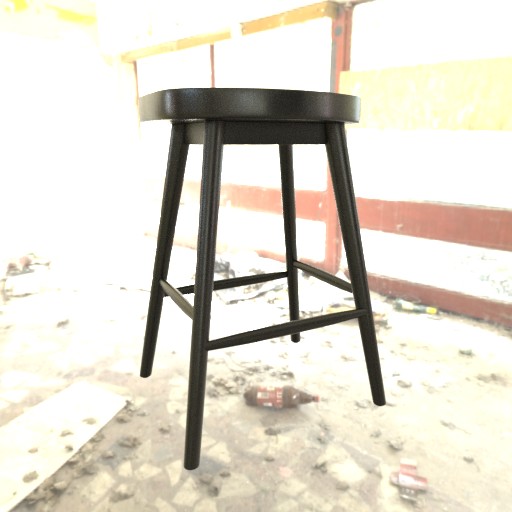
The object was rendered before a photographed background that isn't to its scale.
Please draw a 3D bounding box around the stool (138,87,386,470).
[{"bbox_3d":[0.000,0.000,0.910,0.440,0.615,0.361,-7,16,-26],"label":"stool"}]
